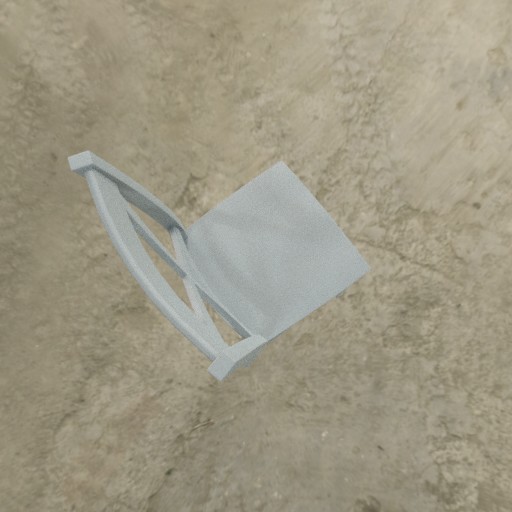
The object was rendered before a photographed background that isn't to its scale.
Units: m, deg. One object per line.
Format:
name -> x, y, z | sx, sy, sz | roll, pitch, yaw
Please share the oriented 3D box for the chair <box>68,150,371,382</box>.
chair -> 0.000, 0.000, 1.264 | 0.542, 0.983, 0.485 | -35, 77, -9
